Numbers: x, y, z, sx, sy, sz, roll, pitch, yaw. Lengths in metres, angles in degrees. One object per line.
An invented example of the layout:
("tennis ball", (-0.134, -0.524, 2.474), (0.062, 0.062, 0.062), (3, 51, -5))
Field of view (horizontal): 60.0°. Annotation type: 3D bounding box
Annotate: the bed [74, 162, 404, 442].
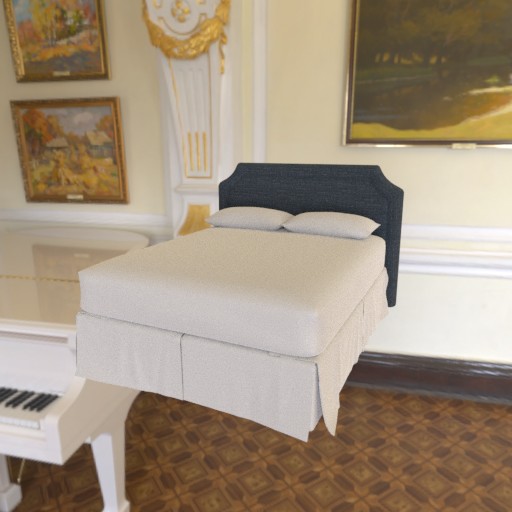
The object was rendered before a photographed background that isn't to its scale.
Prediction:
("bed", (0.000, 0.000, 3.364), (1.828, 1.297, 2.208), (7, 15, 25))
